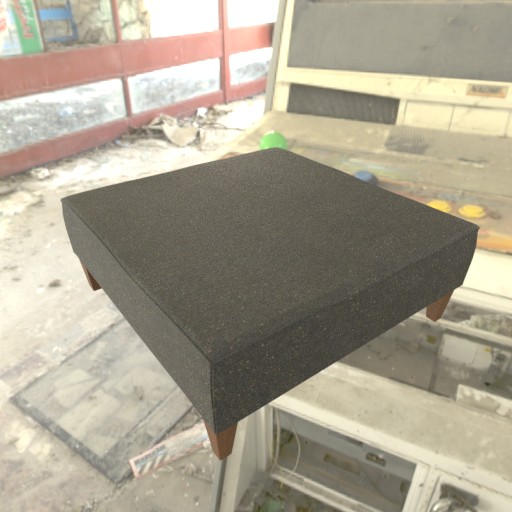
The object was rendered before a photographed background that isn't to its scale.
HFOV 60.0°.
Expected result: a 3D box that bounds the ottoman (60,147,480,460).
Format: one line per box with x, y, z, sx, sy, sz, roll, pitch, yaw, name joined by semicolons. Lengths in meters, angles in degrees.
0.000;0.000;1.521;0.968;0.382;1.004;-21;37;-31;ottoman
